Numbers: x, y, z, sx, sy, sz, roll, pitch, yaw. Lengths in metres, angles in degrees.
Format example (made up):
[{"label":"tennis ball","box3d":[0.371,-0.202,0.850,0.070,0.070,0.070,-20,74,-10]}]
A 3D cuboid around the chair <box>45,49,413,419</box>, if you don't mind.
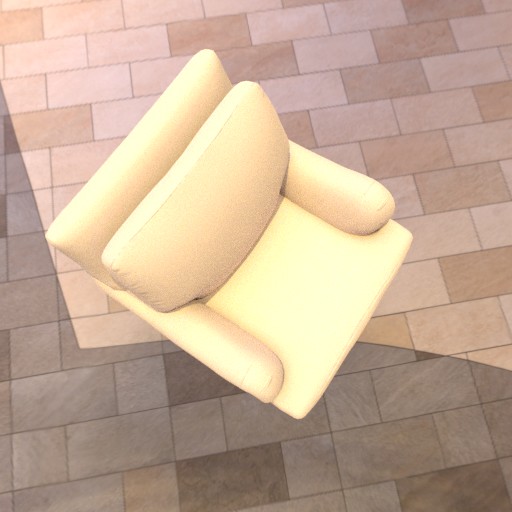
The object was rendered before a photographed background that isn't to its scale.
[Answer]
[{"label":"chair","box3d":[0.000,0.000,1.866,1.070,1.038,0.955,33,77,9]}]
